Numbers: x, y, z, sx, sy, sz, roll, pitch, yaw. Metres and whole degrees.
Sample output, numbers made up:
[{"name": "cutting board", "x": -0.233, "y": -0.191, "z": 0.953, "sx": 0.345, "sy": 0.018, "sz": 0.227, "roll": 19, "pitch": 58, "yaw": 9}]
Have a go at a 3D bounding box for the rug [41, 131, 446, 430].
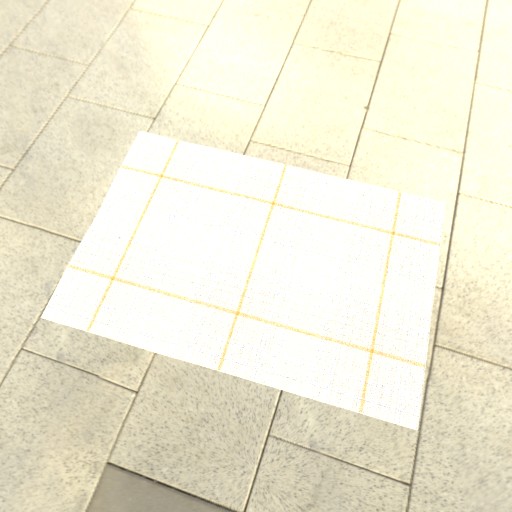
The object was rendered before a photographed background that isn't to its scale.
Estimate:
[{"name": "rug", "x": 0.000, "y": 0.000, "z": 2.303, "sx": 1.825, "sy": 0.015, "sz": 1.232, "roll": 15, "pitch": 65, "yaw": 7}]
